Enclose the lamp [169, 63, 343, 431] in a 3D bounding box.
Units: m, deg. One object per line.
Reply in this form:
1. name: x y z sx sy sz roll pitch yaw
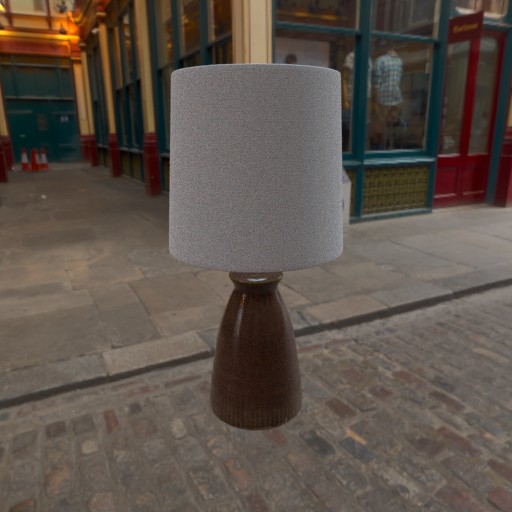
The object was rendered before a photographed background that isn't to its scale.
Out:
1. lamp: 0.000 0.000 0.487 0.186 0.369 0.186 0 16 0
